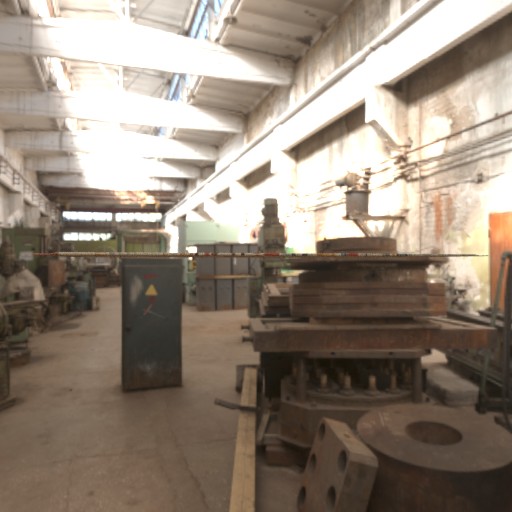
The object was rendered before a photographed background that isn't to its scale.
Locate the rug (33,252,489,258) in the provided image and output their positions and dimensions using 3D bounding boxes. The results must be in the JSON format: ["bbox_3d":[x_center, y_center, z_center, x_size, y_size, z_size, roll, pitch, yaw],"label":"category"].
[{"bbox_3d":[0.000,0.000,2.427,1.997,0.010,1.218,0,-1,-16],"label":"rug"}]
